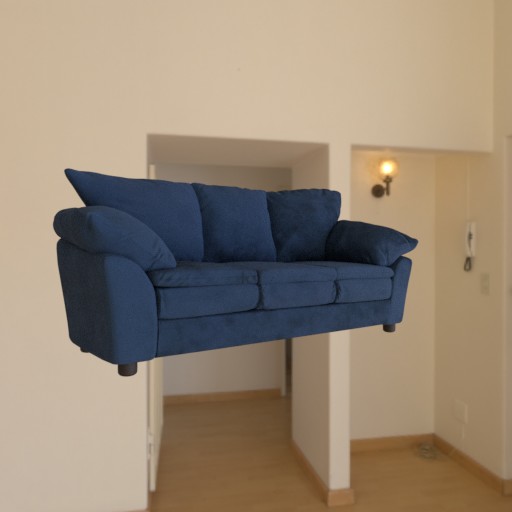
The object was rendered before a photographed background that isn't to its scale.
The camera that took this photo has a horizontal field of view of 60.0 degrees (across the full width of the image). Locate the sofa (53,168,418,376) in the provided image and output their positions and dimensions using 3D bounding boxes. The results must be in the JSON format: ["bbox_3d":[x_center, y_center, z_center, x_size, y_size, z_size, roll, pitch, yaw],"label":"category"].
[{"bbox_3d":[0.000,0.000,2.878,2.390,1.091,0.907,0,0,-37],"label":"sofa"}]
